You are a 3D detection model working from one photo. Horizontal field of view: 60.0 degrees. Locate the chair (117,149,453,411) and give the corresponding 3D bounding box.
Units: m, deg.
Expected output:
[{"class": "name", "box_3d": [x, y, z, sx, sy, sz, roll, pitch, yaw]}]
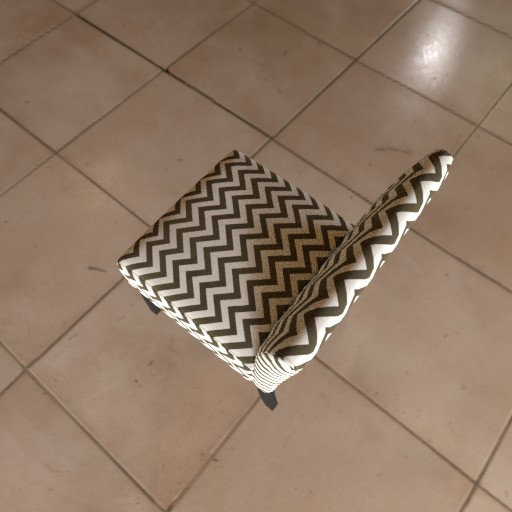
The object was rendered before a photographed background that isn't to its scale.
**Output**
[{"class": "chair", "box_3d": [0.000, 0.000, 1.301, 0.648, 0.838, 0.589, 35, 69, 16]}]
